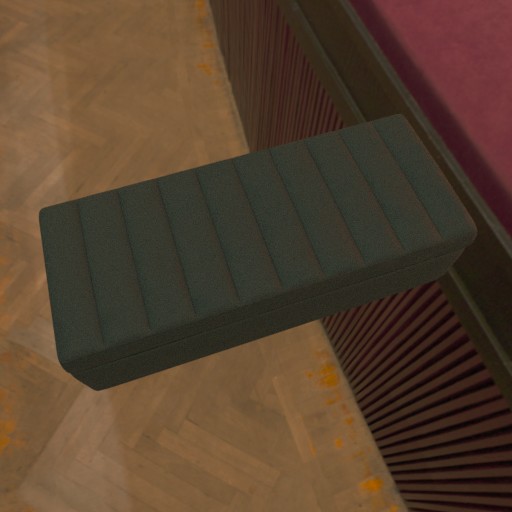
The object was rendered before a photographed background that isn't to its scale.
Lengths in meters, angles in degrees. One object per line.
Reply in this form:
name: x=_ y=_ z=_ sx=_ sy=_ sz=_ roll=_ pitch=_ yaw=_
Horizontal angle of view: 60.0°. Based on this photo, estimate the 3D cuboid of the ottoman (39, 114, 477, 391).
ottoman: x=0.000 y=0.000 z=1.407 sx=1.151 sy=0.469 sz=0.482 roll=-17 pitch=64 yaw=-8
